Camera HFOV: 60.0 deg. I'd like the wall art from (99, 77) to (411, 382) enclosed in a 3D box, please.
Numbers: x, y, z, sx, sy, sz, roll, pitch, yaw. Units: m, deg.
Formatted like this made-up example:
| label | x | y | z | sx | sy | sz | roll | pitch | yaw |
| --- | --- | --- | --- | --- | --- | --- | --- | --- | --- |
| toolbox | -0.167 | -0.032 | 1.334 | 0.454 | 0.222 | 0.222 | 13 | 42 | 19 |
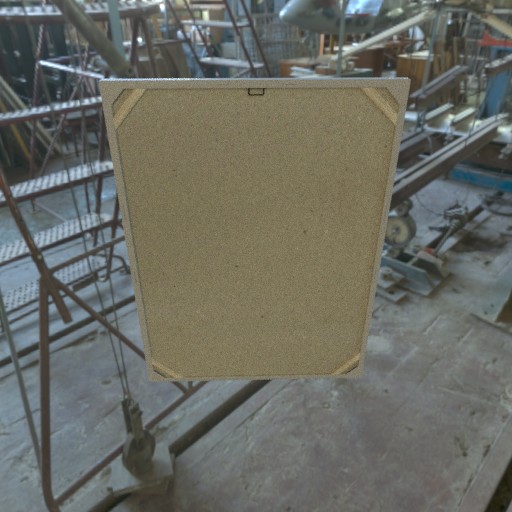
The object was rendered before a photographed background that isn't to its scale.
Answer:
| label | x | y | z | sx | sy | sz | roll | pitch | yaw |
| --- | --- | --- | --- | --- | --- | --- | --- | --- | --- |
| wall art | 0.000 | 0.000 | 1.617 | 0.914 | 1.212 | 0.038 | -1 | 30 | -1 |
